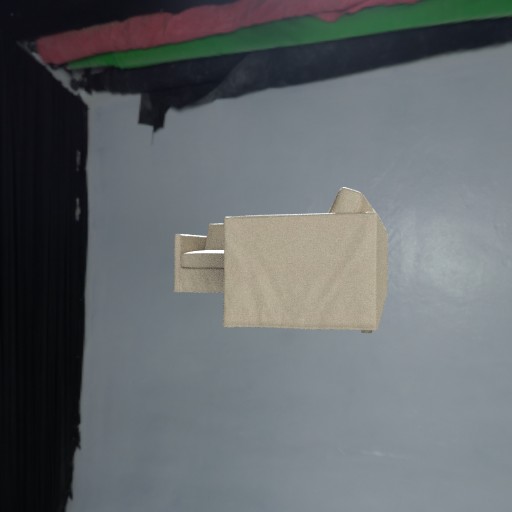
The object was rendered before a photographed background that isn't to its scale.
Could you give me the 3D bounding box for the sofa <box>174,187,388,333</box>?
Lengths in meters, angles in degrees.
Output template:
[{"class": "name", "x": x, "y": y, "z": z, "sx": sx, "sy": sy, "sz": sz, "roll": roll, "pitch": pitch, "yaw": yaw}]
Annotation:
[{"class": "sofa", "x": 0.000, "y": 0.000, "z": 4.333, "sx": 2.432, "sy": 0.871, "sz": 3.182, "roll": 0, "pitch": 0, "yaw": 18}]
